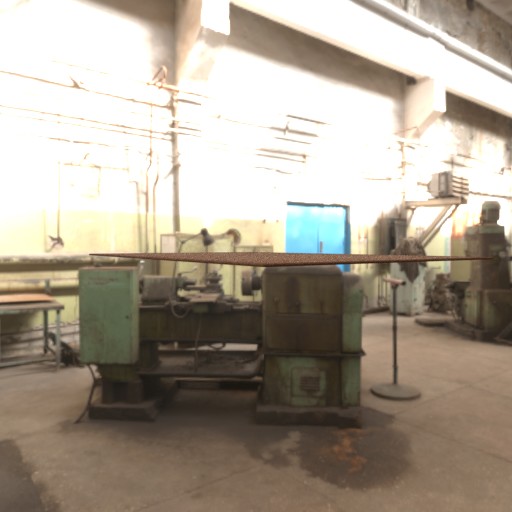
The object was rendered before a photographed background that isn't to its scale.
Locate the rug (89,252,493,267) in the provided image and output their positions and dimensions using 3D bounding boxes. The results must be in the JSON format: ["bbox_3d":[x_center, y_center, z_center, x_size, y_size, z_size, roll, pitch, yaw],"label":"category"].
[{"bbox_3d":[0.000,0.000,2.303,1.219,0.010,1.829,-1,2,-35],"label":"rug"}]
